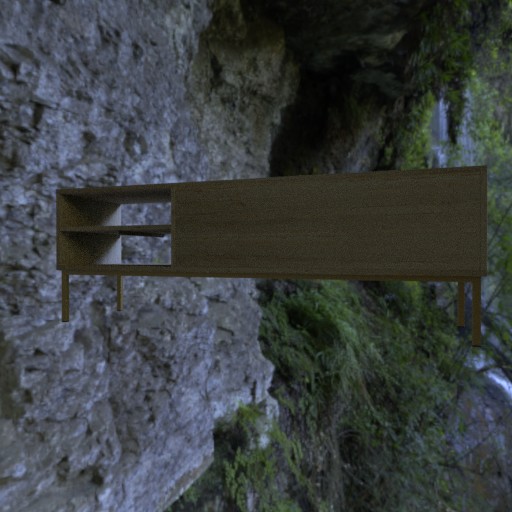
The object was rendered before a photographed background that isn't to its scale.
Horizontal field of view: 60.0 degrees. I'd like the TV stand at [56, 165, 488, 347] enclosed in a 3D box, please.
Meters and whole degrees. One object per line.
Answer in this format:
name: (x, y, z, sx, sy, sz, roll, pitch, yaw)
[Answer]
TV stand: (0.000, 0.000, 1.781, 1.600, 0.550, 0.420, 0, 0, 18)
